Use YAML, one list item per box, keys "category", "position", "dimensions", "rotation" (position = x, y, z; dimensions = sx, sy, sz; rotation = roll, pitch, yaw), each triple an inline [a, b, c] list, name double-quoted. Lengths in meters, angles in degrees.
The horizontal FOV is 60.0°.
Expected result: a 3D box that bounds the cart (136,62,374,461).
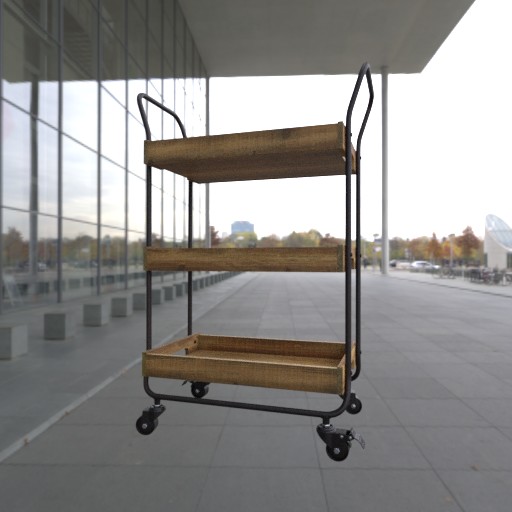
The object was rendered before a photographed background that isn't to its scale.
- category: "cart"
  position: [0.000, 0.000, 1.146]
  dimensions: [0.583, 0.857, 0.339]
  rotation: [0, -1, 18]
